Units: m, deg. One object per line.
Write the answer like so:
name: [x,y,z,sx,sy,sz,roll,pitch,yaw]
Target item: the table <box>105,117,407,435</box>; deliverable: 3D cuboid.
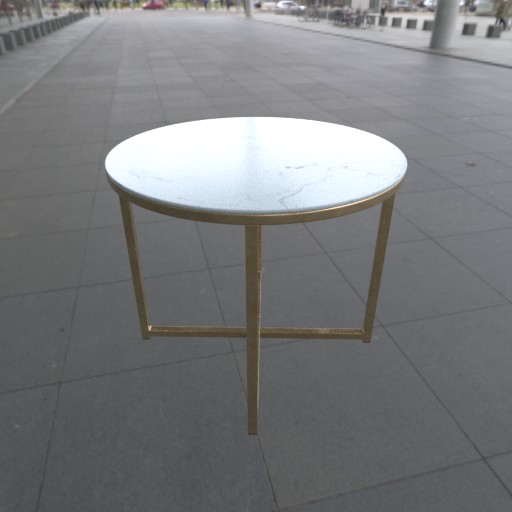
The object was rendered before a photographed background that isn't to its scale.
table: [0.000,0.000,0.868,0.500,0.420,0.500,0,30,0]
